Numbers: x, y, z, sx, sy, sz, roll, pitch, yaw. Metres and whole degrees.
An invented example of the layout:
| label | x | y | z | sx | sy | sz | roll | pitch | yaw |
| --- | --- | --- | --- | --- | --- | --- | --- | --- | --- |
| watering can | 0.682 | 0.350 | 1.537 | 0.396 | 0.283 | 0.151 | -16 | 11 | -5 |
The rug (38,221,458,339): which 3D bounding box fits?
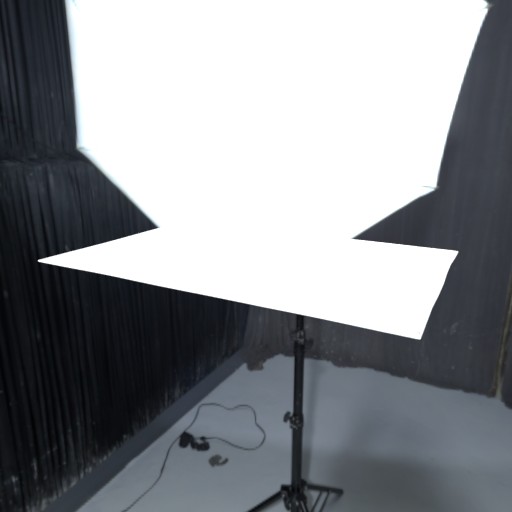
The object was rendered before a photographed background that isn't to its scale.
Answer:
| label | x | y | z | sx | sy | sz | roll | pitch | yaw |
| --- | --- | --- | --- | --- | --- | --- | --- | --- | --- |
| rug | 0.000 | 0.000 | 3.463 | 2.746 | 0.018 | 1.819 | 8 | 17 | 28 |
